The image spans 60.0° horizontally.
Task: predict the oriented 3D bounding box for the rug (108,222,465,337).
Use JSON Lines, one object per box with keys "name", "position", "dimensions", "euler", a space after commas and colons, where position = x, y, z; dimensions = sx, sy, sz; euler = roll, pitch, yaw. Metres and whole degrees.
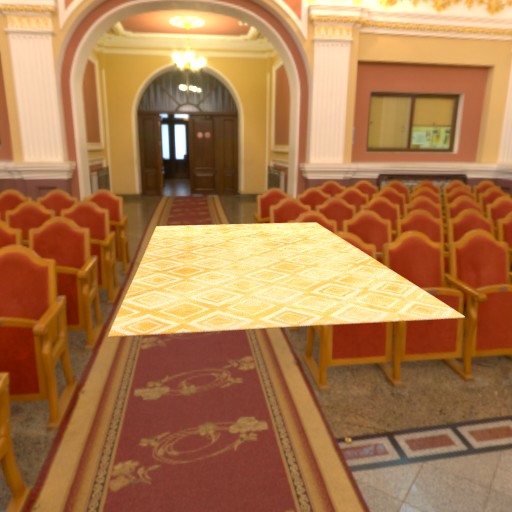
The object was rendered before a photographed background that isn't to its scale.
{"name": "rug", "position": [0.000, 0.000, 3.001], "dimensions": [1.511, 0.010, 2.424], "euler": [-2, 14, -8]}
